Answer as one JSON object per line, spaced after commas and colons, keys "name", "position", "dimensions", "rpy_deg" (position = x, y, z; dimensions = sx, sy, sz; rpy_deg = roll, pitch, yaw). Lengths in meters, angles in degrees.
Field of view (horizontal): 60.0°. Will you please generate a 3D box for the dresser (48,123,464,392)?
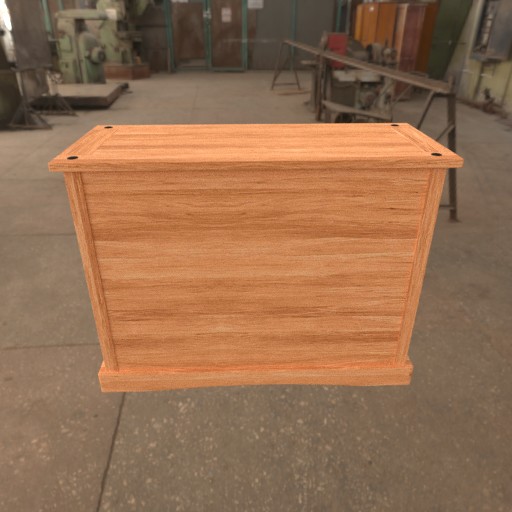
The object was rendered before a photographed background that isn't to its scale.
{"name": "dresser", "position": [0.000, 0.000, 1.406], "dimensions": [0.990, 0.740, 0.410], "rpy_deg": [-1, 28, -2]}
